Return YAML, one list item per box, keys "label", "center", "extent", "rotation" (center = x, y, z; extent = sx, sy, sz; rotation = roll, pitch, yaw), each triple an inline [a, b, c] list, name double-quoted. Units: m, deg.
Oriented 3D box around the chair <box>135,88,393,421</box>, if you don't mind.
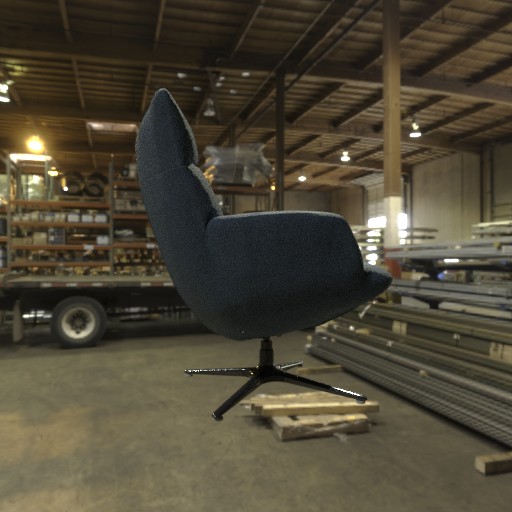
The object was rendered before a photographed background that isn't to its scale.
- label: "chair"
  center: [0.000, 0.000, 1.693]
  extent: [0.889, 1.016, 0.711]
  rotation: [0, 0, -18]
